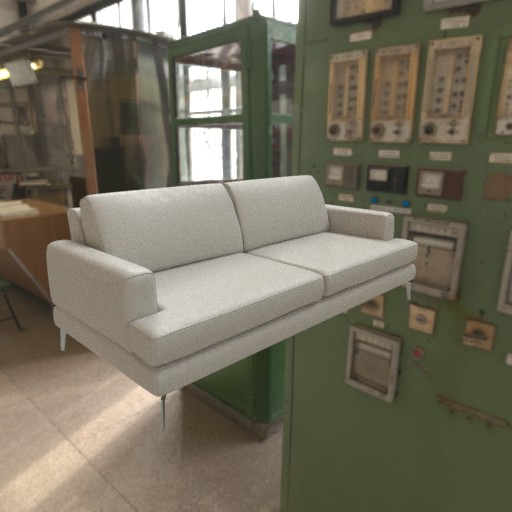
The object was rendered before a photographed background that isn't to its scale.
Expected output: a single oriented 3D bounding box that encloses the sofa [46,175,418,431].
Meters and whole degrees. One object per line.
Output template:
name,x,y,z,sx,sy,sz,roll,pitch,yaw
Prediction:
sofa,0.000,0.000,2.438,0.974,0.765,1.940,14,21,43
